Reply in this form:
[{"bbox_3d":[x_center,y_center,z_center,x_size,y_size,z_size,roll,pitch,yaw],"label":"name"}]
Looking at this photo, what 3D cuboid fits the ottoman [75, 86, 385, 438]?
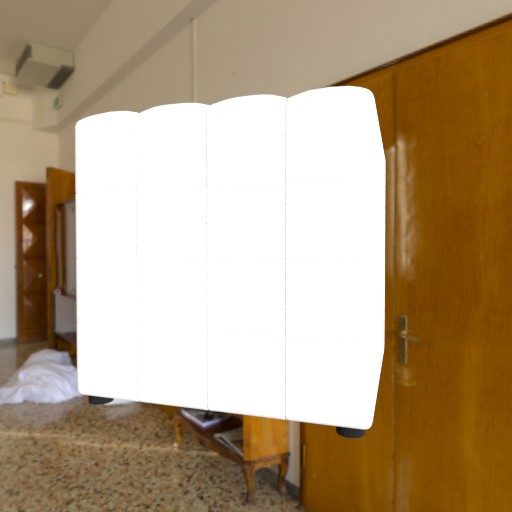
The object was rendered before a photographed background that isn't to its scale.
[{"bbox_3d":[0.000,0.000,0.785,0.425,0.432,0.425,0,1,18],"label":"ottoman"}]
